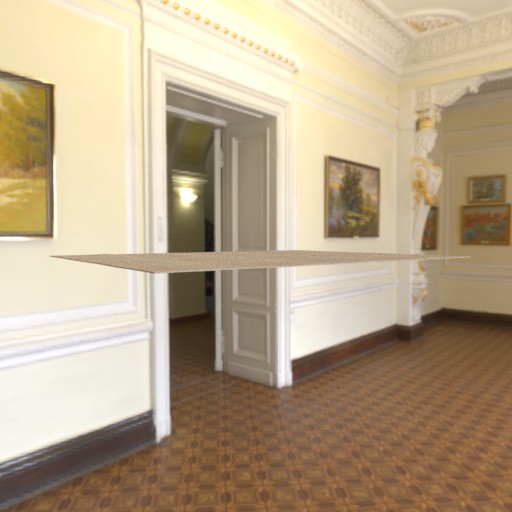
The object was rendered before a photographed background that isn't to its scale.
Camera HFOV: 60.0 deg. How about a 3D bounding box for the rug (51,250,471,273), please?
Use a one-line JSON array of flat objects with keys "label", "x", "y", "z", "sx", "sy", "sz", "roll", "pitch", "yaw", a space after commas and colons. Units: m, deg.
[{"label": "rug", "x": 0.000, "y": 0.000, "z": 4.105, "sx": 3.051, "sy": 0.021, "sz": 2.448, "roll": -2, "pitch": 3, "yaw": -36}]
